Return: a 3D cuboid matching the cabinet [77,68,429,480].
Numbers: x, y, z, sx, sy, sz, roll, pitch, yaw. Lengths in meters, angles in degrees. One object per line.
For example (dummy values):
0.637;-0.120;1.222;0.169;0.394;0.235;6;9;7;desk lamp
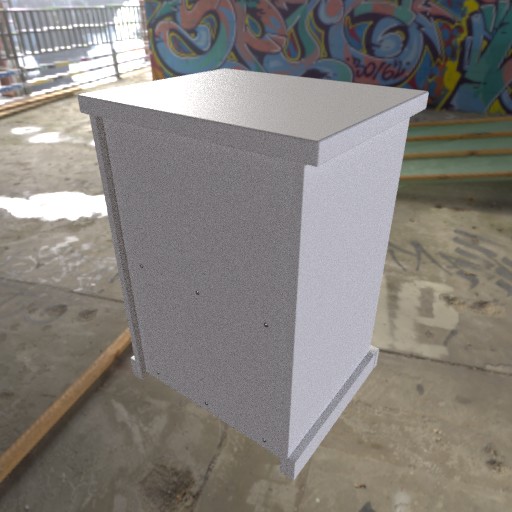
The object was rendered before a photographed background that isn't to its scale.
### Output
0.000;0.000;1.029;0.520;0.723;0.431;21;36;31;cabinet
